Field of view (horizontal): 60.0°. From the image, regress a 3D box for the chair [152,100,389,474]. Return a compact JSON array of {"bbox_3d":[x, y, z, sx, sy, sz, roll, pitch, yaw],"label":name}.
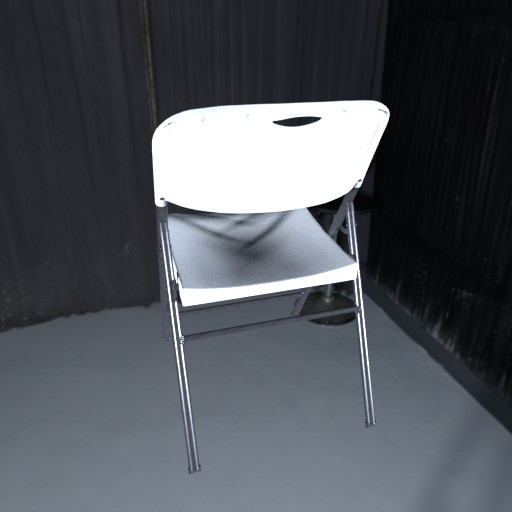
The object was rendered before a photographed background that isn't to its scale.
[{"bbox_3d":[0.000,0.000,1.144,0.494,0.810,0.566,-8,27,-16],"label":"chair"}]
